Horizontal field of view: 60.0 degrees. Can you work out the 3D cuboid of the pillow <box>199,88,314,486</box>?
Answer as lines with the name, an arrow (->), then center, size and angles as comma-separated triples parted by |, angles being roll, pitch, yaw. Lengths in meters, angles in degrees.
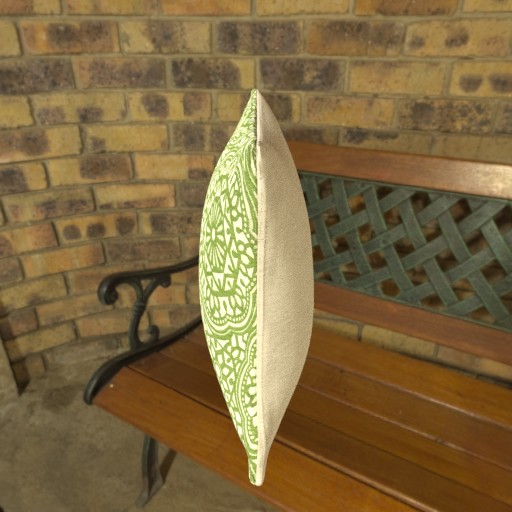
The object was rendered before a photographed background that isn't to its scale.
pillow -> 0.000, 0.000, 0.646 | 0.162, 0.419, 0.440 | 0, 27, 0
